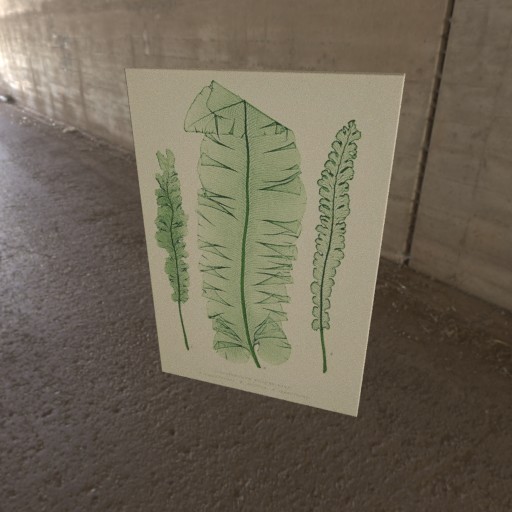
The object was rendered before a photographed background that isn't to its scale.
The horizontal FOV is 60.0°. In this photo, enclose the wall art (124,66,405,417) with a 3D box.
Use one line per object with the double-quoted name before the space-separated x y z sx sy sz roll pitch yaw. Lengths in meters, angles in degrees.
"wall art" 0.000 0.000 0.786 0.418 0.608 0.038 8 28 16
